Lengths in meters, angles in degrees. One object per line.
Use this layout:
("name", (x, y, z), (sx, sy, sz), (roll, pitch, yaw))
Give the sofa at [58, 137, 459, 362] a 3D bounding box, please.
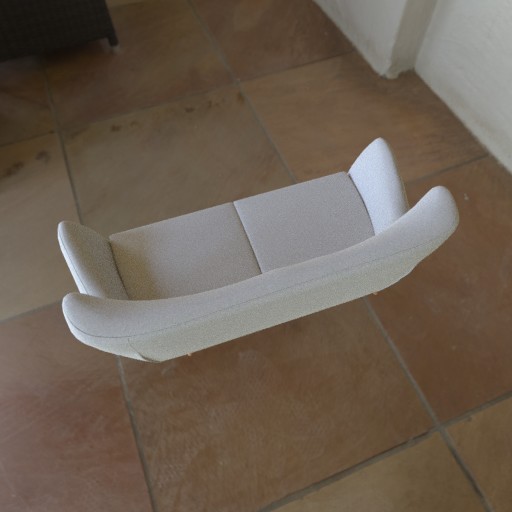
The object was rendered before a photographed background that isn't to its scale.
("sofa", (0.000, 0.000, 2.423), (1.930, 0.890, 0.899), (-17, 60, -10))
